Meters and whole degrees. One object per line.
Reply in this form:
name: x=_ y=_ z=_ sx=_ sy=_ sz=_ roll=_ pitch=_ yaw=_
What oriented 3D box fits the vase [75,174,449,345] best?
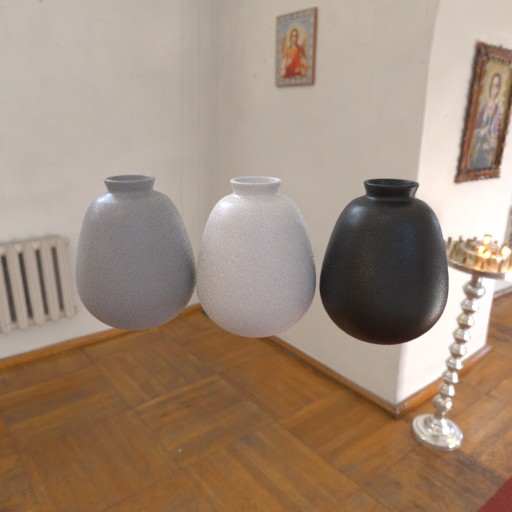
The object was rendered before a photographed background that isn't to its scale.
vase: x=0.000 y=0.000 z=0.356 sx=0.297 sy=0.122 sz=0.097 roll=2 pitch=18 yaw=6
